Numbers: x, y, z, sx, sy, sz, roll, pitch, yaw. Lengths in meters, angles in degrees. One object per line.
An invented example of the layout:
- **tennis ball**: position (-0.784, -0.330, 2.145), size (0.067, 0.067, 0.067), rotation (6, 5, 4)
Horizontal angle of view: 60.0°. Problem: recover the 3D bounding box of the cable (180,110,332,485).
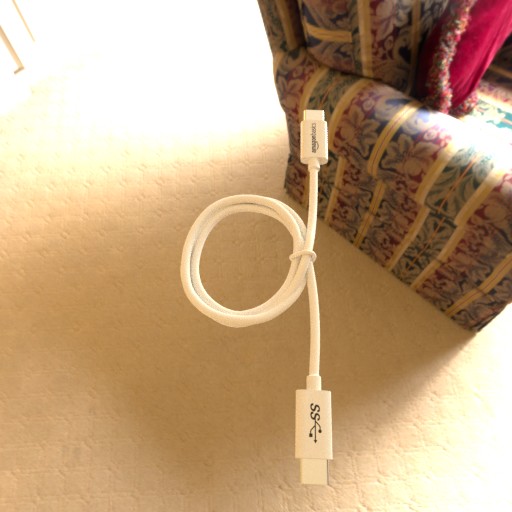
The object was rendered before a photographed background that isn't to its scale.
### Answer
- **cable**: position (0.000, 0.000, 0.205), size (0.070, 0.014, 0.186), rotation (3, 64, 1)
